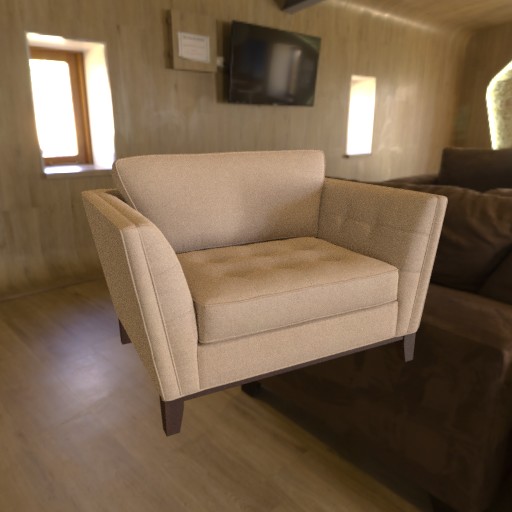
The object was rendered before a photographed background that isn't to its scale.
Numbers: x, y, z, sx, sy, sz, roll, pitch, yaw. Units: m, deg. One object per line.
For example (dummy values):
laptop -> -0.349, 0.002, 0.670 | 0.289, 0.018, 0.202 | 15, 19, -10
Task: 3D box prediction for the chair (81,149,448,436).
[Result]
chair -> 0.000, 0.000, 2.101 | 1.397, 0.940, 0.965 | -8, 18, -26
